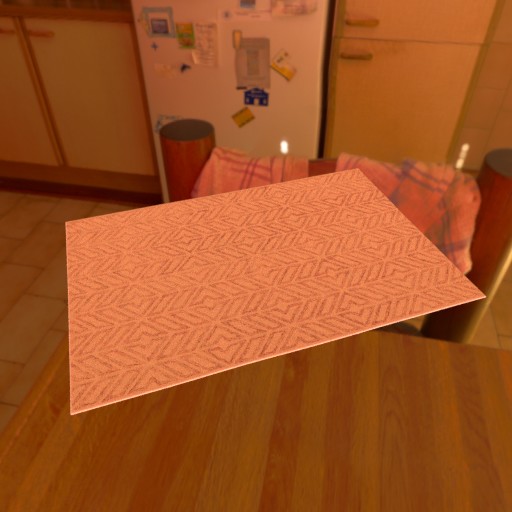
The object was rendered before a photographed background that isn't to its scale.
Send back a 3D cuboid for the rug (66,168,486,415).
[{"bbox_3d":[0.000,0.000,2.258,1.828,0.007,1.220,-13,43,-14],"label":"rug"}]
